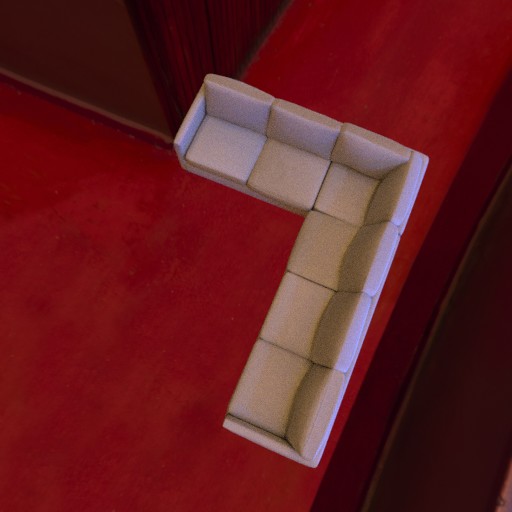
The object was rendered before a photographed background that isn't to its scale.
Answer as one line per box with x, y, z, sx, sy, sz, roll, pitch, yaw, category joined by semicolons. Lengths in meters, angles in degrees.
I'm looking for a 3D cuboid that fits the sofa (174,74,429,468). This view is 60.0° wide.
0.000;0.000;4.595;2.592;0.947;3.301;22;77;6;sofa
